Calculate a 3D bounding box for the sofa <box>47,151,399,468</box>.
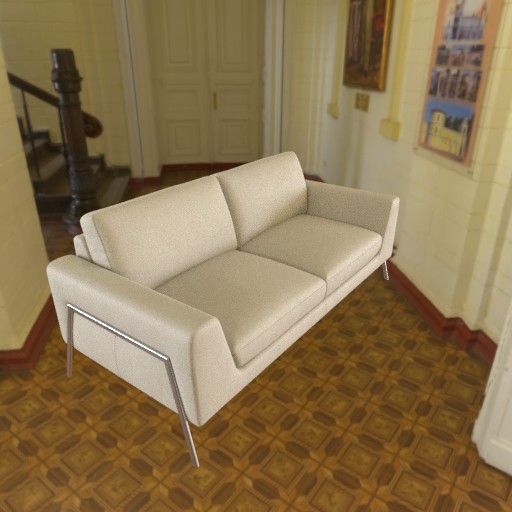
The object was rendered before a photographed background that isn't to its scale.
[{"bbox_3d":[0.000,0.000,2.579,0.953,0.875,2.017,18,30,33],"label":"sofa"}]
